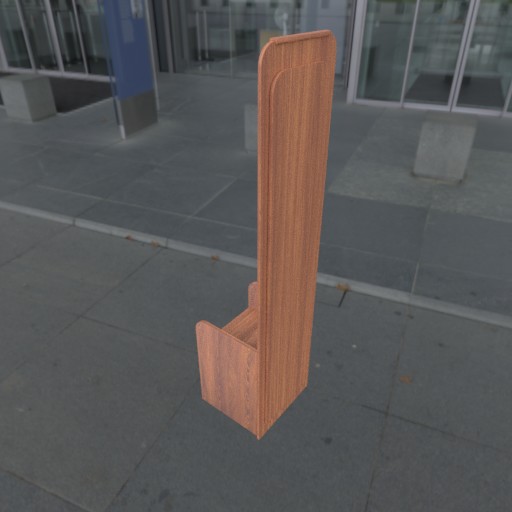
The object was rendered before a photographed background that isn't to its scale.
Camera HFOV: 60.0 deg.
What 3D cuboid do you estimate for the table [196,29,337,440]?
[{"bbox_3d":[0.000,0.000,2.007,0.420,1.830,0.450,23,38,32],"label":"table"}]
